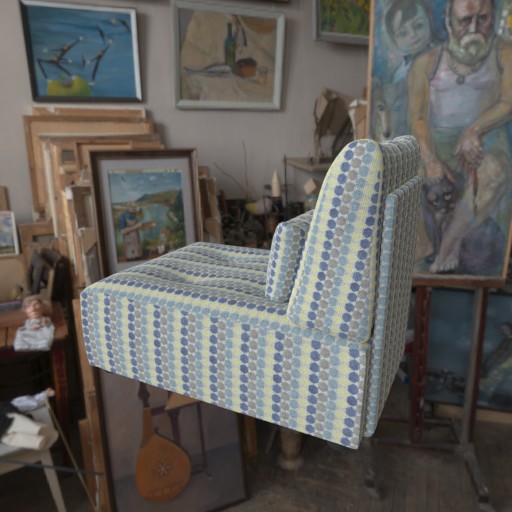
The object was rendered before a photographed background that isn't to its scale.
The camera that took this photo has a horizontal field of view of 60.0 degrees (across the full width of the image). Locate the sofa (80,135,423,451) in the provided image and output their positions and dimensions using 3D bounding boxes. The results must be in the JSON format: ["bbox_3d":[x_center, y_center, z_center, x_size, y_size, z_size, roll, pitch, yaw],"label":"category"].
[{"bbox_3d":[0.000,0.000,1.558,1.000,0.820,0.700,8,18,26],"label":"sofa"}]
